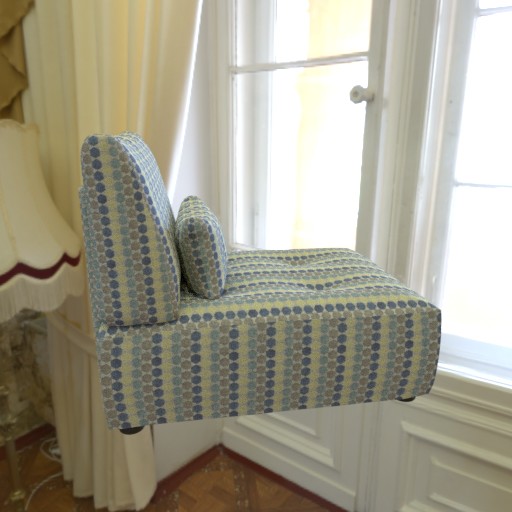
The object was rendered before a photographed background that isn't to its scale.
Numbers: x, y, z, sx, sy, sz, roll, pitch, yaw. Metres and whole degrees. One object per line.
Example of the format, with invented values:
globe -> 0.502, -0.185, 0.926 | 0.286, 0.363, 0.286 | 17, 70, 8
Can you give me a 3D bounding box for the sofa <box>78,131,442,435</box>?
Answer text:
sofa -> 0.000, 0.000, 1.519 | 1.000, 0.820, 0.700 | -3, 16, -9
